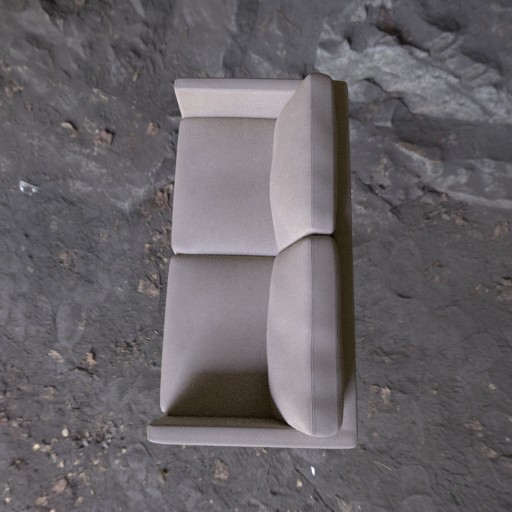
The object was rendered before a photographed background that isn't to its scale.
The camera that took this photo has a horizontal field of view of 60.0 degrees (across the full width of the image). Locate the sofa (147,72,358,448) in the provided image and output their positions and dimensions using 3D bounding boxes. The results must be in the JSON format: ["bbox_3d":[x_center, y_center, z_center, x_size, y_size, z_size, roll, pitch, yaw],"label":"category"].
[{"bbox_3d":[0.000,0.000,2.390,0.950,0.940,1.846,1,76,0],"label":"sofa"}]
